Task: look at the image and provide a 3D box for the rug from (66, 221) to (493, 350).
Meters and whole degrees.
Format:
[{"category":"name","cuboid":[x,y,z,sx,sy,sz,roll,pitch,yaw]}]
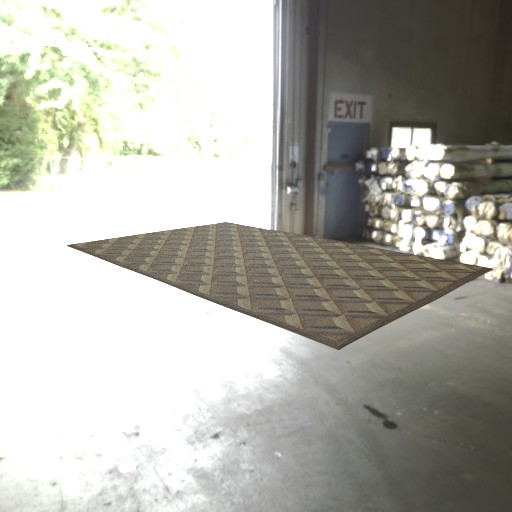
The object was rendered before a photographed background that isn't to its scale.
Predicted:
[{"category":"rug","cuboid":[0.000,0.000,2.025,1.066,0.011,1.677,-13,19,-43]}]
